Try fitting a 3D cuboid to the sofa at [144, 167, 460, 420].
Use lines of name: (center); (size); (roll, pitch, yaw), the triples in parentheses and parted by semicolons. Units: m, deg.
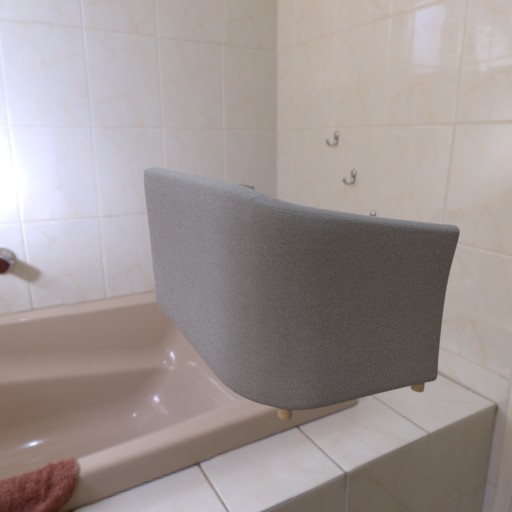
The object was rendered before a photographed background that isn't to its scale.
sofa: (0.000, 0.000, 1.898); (0.705, 0.721, 1.452); (-7, 16, -26)
